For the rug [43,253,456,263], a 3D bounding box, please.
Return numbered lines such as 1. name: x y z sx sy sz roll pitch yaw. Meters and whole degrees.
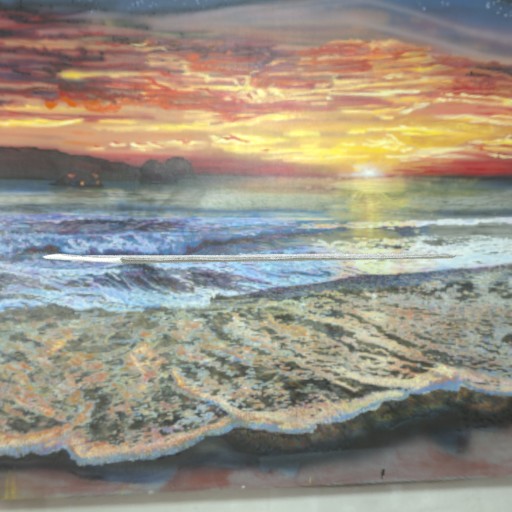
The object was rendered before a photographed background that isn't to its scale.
1. rug: 0.000 0.000 3.085 2.447 0.036 1.537 0 1 -36
